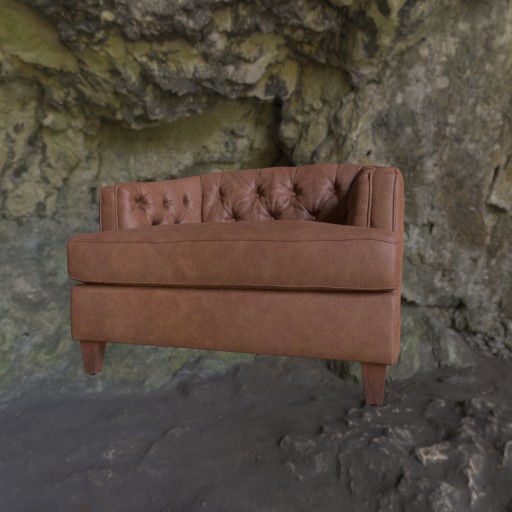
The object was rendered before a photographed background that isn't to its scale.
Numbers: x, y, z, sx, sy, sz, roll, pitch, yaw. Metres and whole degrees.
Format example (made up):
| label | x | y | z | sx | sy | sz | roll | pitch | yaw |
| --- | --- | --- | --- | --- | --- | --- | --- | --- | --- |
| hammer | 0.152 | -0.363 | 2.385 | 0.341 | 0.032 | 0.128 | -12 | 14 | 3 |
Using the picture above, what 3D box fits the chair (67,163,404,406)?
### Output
| label | x | y | z | sx | sy | sz | roll | pitch | yaw |
| --- | --- | --- | --- | --- | --- | --- | --- | --- | --- |
| chair | 0.000 | 0.000 | 1.766 | 1.119 | 0.836 | 0.911 | 0 | 1 | 19 |
